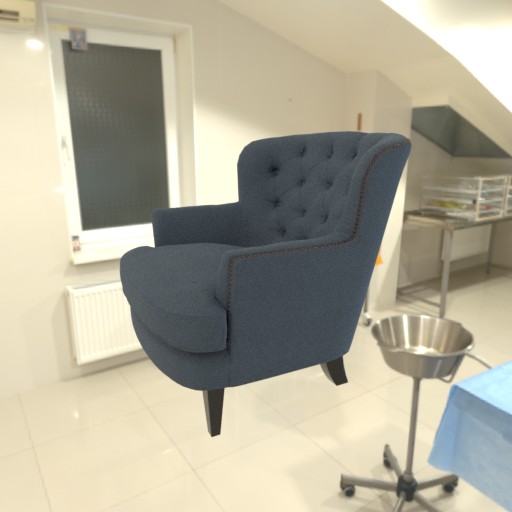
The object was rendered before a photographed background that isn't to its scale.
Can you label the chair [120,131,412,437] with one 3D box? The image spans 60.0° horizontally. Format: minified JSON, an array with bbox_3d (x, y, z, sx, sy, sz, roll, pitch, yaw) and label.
[{"bbox_3d":[0.000,0.000,1.595,0.906,0.868,0.848,-8,17,-26],"label":"chair"}]
